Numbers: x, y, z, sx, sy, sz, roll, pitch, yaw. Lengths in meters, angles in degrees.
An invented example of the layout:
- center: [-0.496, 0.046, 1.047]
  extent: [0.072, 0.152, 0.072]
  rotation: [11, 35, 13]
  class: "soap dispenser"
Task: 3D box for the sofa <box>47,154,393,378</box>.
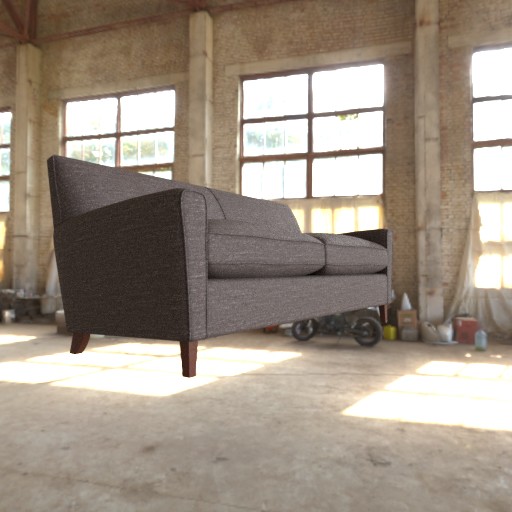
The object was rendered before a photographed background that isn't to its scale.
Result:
- center: [0.000, 0.000, 2.428]
  extent: [0.875, 0.846, 1.976]
  rotation: [-1, -2, 36]
  class: "sofa"
